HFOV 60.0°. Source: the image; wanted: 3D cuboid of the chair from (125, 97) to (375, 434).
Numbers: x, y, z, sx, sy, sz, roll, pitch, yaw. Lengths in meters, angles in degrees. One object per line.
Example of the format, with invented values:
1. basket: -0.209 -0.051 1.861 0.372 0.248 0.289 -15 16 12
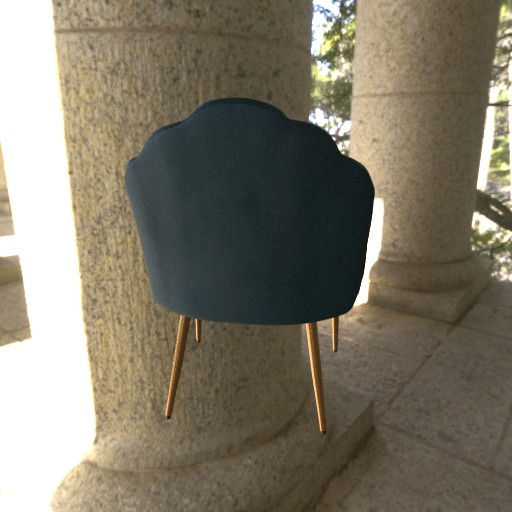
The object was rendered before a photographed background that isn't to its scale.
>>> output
1. chair: 0.000 0.000 1.266 0.657 0.819 0.599 2 16 8
